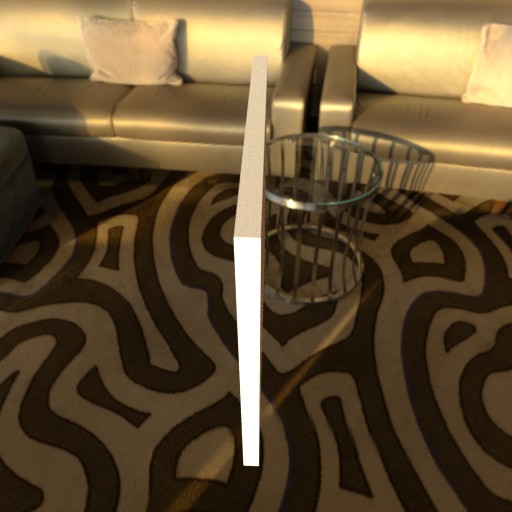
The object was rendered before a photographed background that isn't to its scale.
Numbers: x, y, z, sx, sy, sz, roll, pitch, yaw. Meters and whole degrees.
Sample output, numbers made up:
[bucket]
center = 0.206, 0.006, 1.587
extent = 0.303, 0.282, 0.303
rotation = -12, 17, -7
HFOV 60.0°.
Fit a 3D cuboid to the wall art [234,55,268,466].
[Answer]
[wall art]
center = 0.000, 0.000, 1.164
extent = 0.038, 0.762, 0.762
rotation = 1, 42, 1
